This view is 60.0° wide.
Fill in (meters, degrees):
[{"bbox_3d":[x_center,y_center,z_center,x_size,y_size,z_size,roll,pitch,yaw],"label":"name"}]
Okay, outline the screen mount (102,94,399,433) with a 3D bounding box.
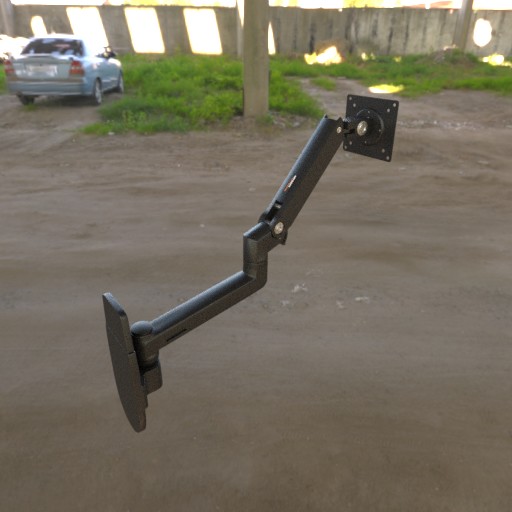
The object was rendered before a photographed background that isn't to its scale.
[{"bbox_3d":[0.000,0.000,0.738,0.495,0.466,0.115,-18,32,-32],"label":"screen mount"}]
